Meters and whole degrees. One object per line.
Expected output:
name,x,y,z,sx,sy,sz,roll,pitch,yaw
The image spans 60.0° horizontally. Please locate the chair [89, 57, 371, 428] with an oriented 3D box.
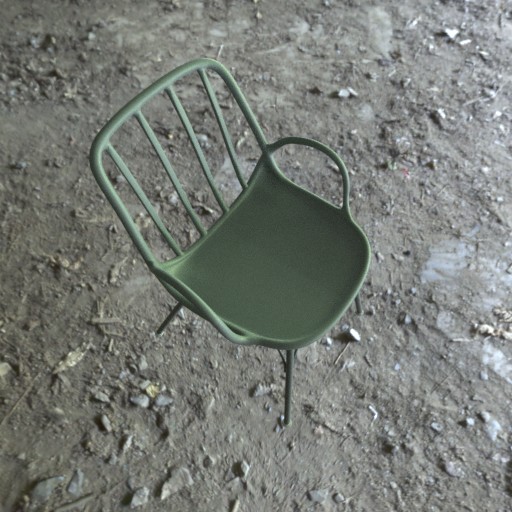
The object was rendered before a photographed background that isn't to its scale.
chair,0.000,0.000,1.208,0.597,0.816,0.549,32,63,18
